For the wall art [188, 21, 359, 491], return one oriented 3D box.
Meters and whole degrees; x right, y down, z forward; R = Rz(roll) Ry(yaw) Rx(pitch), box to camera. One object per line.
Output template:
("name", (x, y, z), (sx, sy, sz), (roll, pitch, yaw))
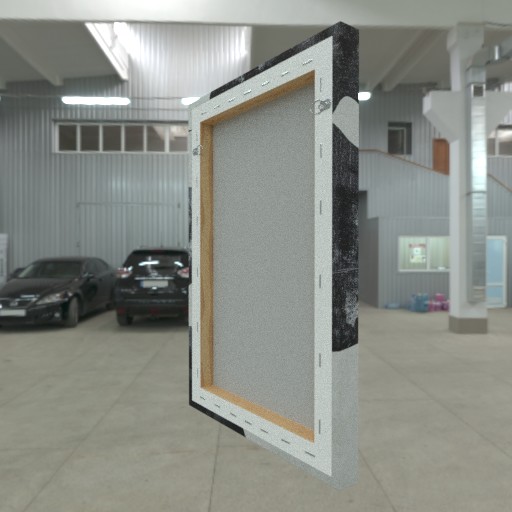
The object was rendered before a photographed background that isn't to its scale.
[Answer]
("wall art", (0.000, 0.000, 0.747), (0.039, 0.610, 0.407), (0, 1, -37))
